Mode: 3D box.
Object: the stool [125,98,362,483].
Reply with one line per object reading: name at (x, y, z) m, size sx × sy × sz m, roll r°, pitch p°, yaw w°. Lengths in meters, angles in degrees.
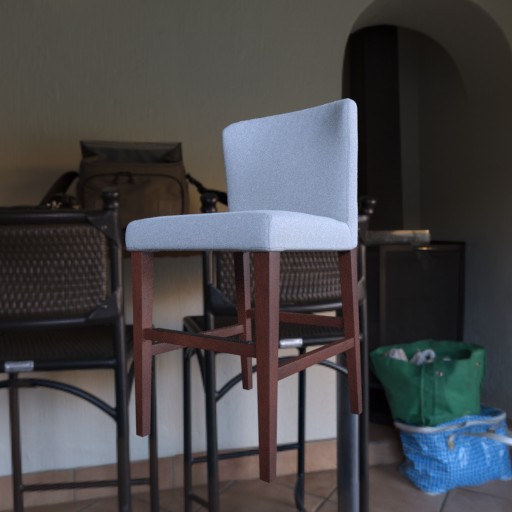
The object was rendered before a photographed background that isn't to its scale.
stool at (0.000, 0.000, 1.279) m, size 0.479 × 0.968 × 0.568 m, roll 0°, pitch 1°, yaw 35°
